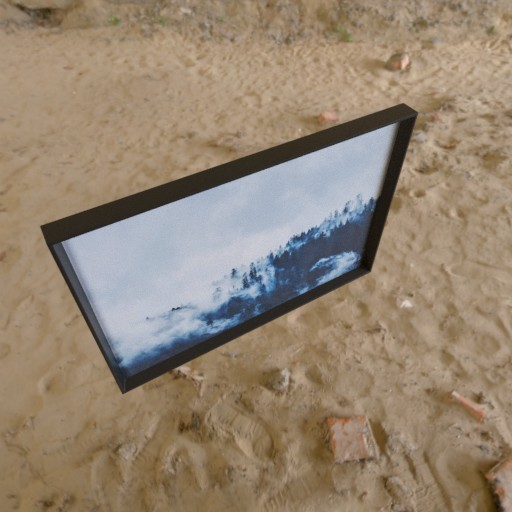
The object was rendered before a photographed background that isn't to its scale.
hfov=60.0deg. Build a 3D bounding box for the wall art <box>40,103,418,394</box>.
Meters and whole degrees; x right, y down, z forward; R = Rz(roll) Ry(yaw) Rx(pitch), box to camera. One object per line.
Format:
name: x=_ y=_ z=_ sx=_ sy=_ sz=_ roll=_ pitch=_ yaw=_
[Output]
wall art: x=0.000 y=0.000 z=1.240 sx=0.939 sy=0.640 sz=0.058 roll=-23 pitch=52 yaw=-20
